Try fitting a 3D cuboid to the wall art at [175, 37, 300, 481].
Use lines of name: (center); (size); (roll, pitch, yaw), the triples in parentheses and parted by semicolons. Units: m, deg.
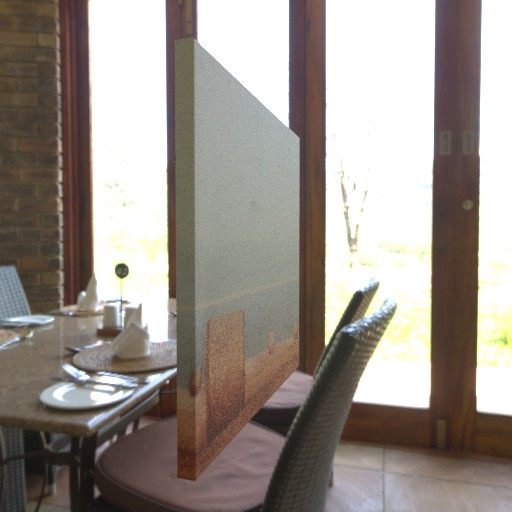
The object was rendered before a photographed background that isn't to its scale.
wall art: (0.000, 0.000, 0.599); (0.023, 0.405, 0.405); (1, 2, 19)
